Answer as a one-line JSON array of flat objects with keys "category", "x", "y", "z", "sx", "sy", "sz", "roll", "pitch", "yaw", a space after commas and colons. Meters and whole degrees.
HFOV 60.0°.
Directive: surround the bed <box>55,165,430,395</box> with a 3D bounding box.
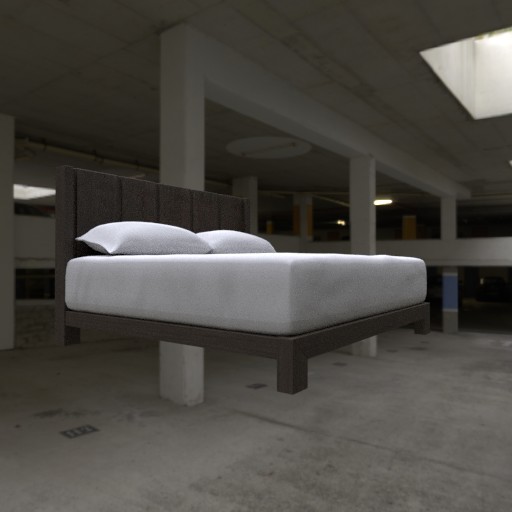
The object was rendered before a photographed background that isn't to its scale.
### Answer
[{"category": "bed", "x": 0.000, "y": 0.000, "z": 3.435, "sx": 2.012, "sy": 1.270, "sz": 2.134, "roll": 0, "pitch": -1, "yaw": 37}]
